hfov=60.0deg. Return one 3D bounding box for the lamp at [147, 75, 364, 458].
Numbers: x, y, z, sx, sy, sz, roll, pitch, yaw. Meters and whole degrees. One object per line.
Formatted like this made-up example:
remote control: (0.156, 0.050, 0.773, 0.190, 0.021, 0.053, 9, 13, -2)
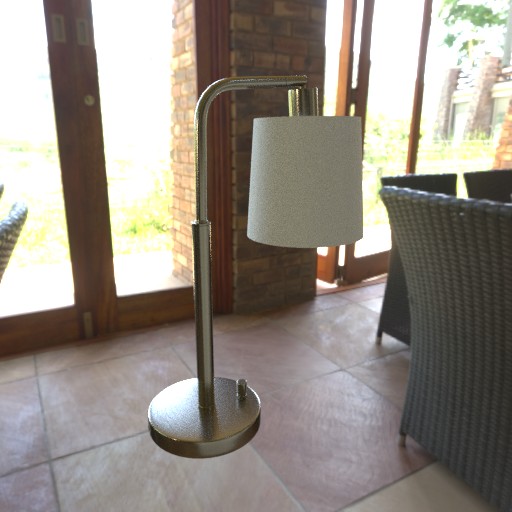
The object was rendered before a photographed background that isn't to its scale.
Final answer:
lamp: (0.000, 0.000, 0.632, 0.333, 0.489, 0.171, -7, 16, -25)
